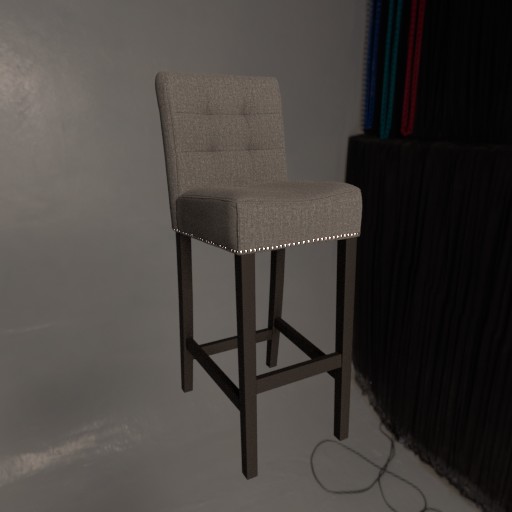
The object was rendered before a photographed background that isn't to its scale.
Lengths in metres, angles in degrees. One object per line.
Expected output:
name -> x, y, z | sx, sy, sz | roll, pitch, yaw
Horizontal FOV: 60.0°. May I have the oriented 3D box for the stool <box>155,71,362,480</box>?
stool -> 0.000, 0.000, 1.328 | 0.411, 1.047, 0.548 | -9, 19, -27
